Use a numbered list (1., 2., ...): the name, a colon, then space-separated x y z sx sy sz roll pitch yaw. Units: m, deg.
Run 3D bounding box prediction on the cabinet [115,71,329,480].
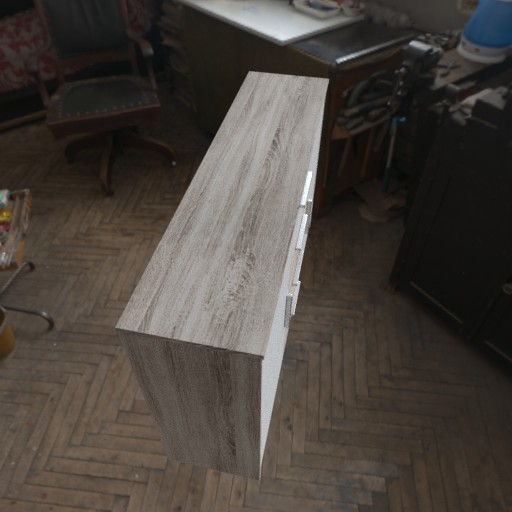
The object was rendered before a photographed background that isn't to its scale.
1. cabinet: 0.000 0.000 1.854 0.380 0.900 1.450 9 47 8
